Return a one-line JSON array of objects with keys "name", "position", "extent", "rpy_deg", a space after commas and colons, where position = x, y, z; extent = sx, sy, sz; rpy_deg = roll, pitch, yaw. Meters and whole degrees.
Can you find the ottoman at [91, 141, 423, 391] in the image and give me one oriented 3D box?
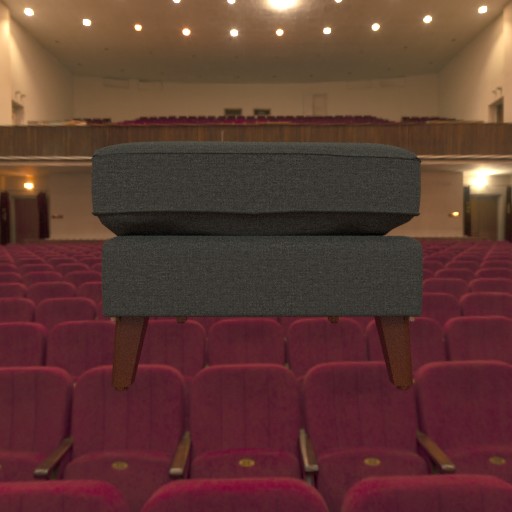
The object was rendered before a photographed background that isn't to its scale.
[{"name": "ottoman", "position": [0.000, 0.000, 1.230], "extent": [0.629, 0.503, 0.835], "rpy_deg": [0, 2, -1]}]
